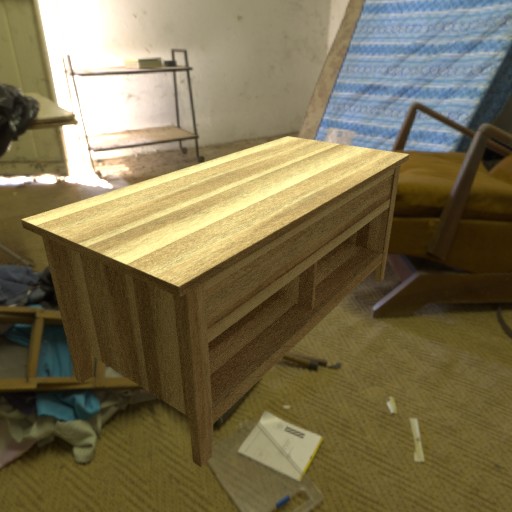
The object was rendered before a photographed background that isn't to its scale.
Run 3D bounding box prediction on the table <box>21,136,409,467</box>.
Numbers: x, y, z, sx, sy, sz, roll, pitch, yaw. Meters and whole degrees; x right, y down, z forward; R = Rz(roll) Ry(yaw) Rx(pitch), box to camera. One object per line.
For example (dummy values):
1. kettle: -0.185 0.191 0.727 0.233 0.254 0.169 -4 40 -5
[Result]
1. table: 0.000 0.000 1.357 0.493 0.480 1.095 18 32 32
